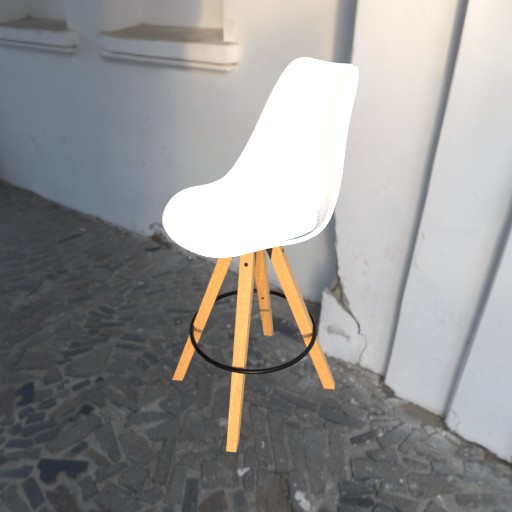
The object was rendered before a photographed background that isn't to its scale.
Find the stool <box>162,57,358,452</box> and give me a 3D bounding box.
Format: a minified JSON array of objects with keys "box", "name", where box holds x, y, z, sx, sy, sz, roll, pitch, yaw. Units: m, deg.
[{"box":[0.000,0.000,1.417,0.549,1.115,0.482,-21,37,-30],"name":"stool"}]
